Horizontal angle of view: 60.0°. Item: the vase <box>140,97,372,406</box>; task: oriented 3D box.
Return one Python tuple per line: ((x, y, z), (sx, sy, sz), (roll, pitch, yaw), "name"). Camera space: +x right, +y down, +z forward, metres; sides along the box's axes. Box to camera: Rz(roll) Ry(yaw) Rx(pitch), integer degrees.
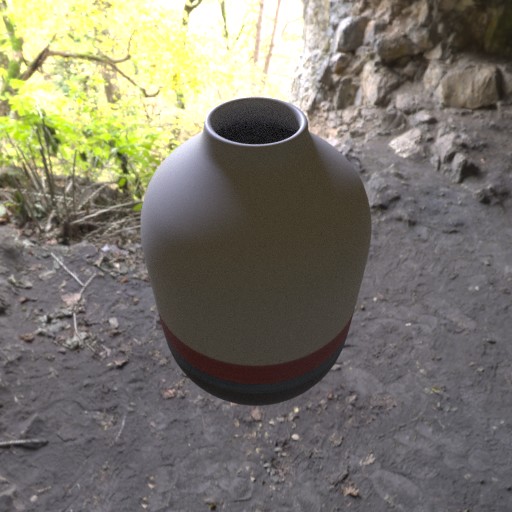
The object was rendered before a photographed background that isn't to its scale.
((0.000, 0.000, 0.355), (0.169, 0.237, 0.169), (0, 45, 0), "vase")
